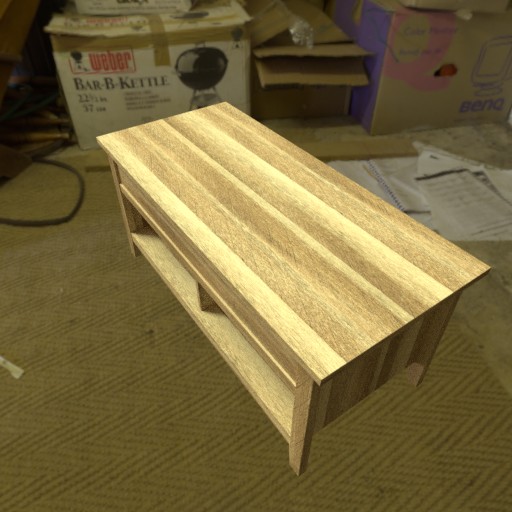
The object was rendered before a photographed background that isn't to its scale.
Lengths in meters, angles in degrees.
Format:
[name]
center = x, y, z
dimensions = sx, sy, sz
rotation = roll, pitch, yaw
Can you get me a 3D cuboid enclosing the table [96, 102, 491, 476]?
[table]
center = 0.000, 0.000, 1.359
dimensions = 0.493, 0.480, 1.095
rotation = -25, 47, -25
